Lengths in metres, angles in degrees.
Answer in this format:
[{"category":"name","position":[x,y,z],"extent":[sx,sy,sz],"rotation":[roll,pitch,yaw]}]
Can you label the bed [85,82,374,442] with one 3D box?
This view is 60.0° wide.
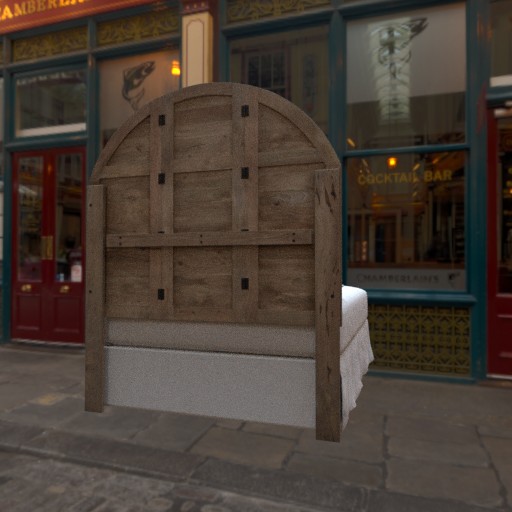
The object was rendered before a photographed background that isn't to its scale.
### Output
[{"category":"bed","position":[0.000,0.000,3.582],"extent":[1.713,2.002,2.112],"rotation":[0,-1,18]}]
